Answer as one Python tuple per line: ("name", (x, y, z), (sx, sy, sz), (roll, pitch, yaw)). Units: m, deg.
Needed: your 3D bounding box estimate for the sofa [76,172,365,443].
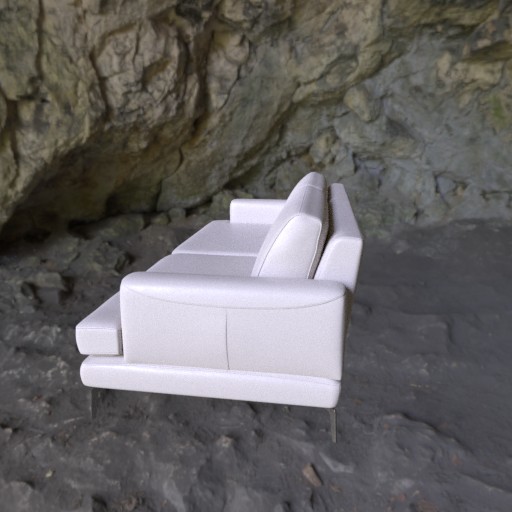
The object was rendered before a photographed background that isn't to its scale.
("sofa", (0.000, 0.000, 2.346), (0.974, 0.765, 1.940), (2, 16, 8))
